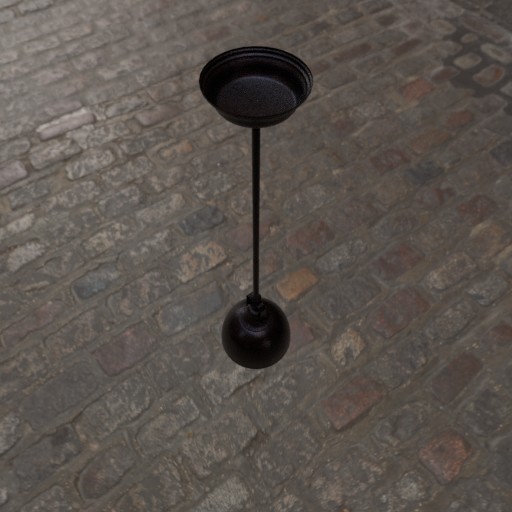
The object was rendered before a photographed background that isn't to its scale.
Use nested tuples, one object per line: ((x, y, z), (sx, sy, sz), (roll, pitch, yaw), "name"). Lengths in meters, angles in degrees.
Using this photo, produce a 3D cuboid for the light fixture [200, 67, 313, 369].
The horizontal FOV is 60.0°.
((0.000, 0.000, 0.849), (0.182, 0.768, 0.182), (-32, 62, -19), "light fixture")
